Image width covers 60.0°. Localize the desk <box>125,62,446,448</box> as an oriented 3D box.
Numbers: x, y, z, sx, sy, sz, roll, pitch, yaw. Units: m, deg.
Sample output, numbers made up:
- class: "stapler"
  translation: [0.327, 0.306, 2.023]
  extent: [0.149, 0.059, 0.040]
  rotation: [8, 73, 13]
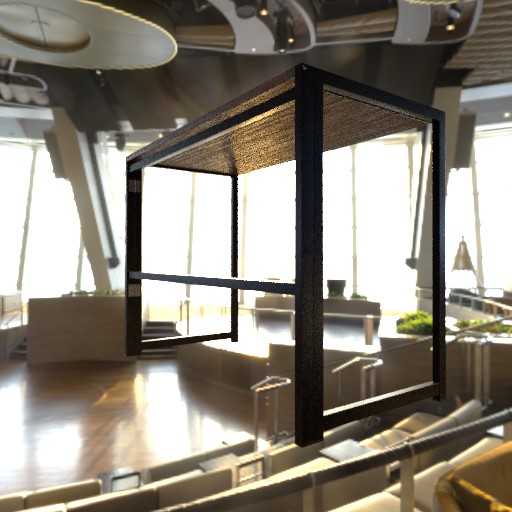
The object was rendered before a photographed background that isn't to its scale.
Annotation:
- class: "desk"
  translation: [0.000, 0.000, 1.433]
  extent: [0.508, 0.762, 1.016]
  rotation: [0, 0, -36]
